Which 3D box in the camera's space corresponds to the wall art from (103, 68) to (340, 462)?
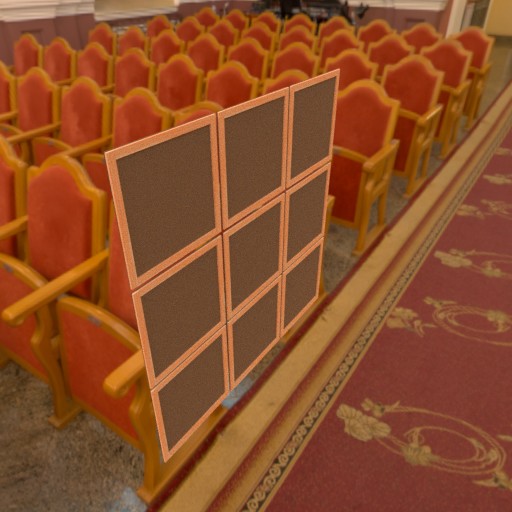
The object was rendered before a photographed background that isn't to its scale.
[{"bbox_3d":[0.000,0.000,2.211,0.013,1.525,1.520,21,39,29],"label":"wall art"}]
